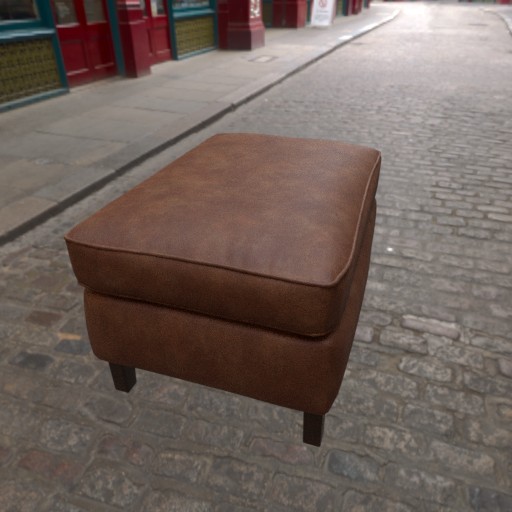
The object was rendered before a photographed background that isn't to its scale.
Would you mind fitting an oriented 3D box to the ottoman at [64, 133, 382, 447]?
[{"bbox_3d":[0.000,0.000,1.009,0.501,0.418,0.665,10,32,16],"label":"ottoman"}]
